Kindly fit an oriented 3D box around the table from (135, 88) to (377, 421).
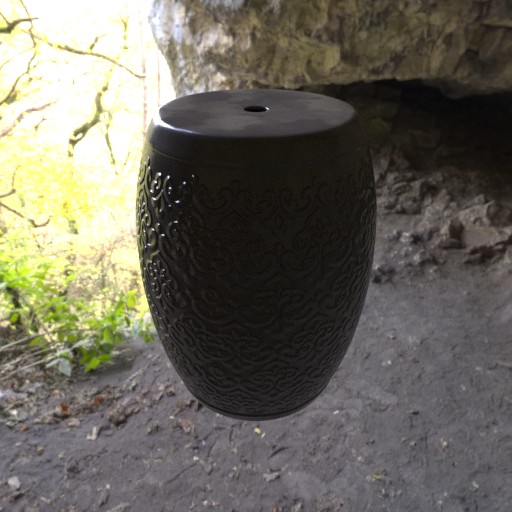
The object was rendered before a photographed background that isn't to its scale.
[{"bbox_3d":[0.000,0.000,0.608,0.309,0.397,0.309,0,31,0],"label":"table"}]
